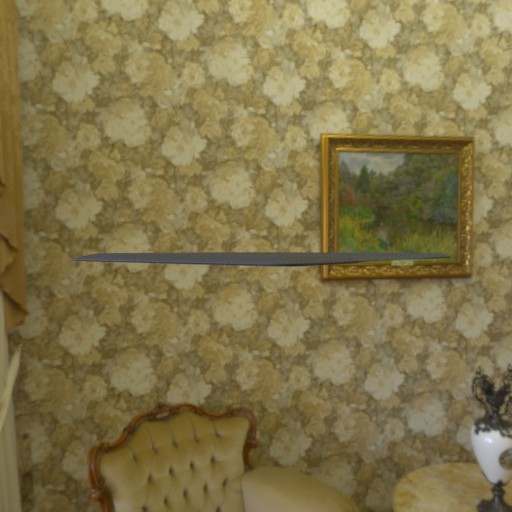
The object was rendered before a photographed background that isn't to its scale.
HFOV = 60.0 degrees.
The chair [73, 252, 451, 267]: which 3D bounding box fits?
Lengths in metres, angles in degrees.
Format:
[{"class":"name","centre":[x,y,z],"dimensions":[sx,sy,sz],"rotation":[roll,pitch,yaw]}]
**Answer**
[{"class":"chair","centre":[0.000,0.000,1.831],"dimensions":[1.219,0.024,1.372],"rotation":[1,1,37]}]
